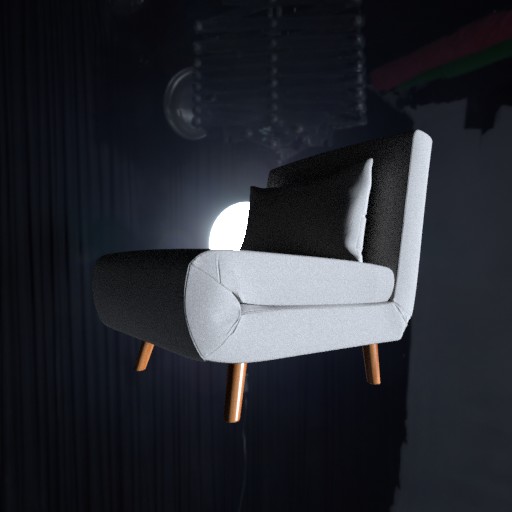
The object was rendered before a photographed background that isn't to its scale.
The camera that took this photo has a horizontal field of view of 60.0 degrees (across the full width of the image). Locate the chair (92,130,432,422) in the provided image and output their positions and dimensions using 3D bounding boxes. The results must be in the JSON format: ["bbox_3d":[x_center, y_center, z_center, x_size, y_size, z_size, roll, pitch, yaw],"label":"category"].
[{"bbox_3d":[0.000,0.000,1.488,0.902,0.808,0.770,0,-1,-35],"label":"chair"}]
